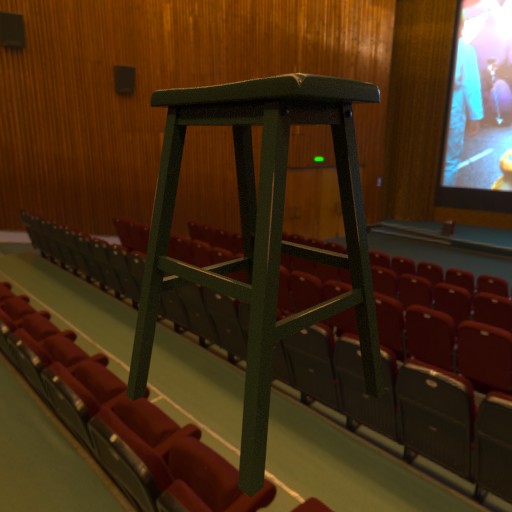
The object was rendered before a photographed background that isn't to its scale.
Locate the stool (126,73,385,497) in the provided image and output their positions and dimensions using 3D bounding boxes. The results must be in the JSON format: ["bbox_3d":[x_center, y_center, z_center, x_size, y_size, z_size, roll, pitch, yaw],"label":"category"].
[{"bbox_3d":[0.000,0.000,1.030,0.476,0.737,0.457,-15,21,-42],"label":"stool"}]
